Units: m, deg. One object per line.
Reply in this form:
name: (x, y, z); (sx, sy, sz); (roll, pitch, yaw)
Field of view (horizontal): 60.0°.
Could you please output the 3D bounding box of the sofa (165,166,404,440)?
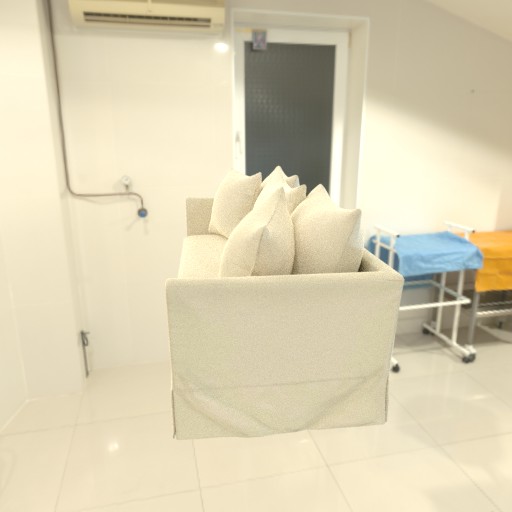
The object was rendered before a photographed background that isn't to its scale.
sofa: (0.000, 0.000, 2.896); (1.031, 1.034, 2.290); (-2, 16, -6)
